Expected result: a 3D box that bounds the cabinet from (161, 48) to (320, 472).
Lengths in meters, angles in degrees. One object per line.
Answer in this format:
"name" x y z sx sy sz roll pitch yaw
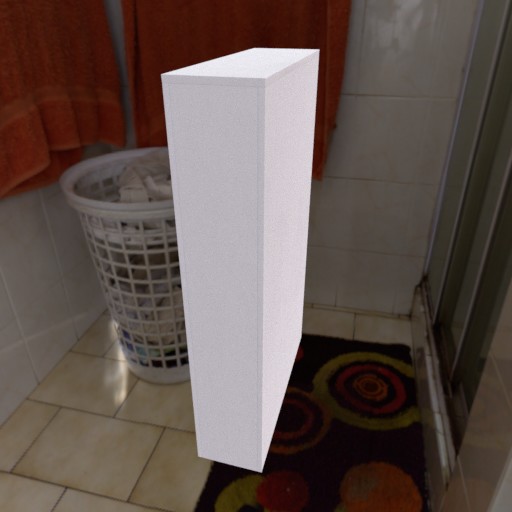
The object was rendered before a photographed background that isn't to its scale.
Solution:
"cabinet" 0.000 0.000 1.569 0.250 1.280 0.750 8 30 14
